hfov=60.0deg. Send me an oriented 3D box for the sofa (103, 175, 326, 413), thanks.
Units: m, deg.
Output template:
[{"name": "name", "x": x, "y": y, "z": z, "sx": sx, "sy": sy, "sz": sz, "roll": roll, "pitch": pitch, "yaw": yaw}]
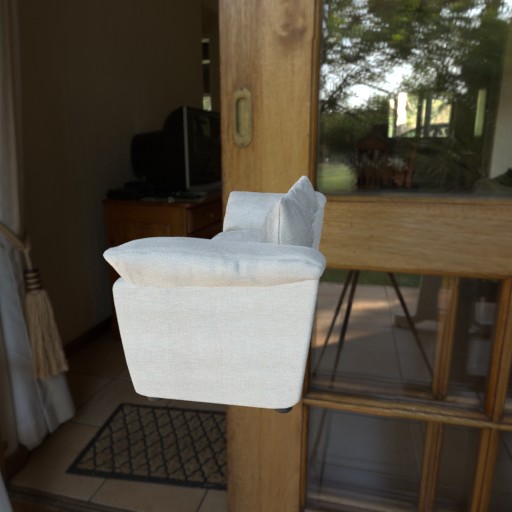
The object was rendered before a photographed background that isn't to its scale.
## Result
[{"name": "sofa", "x": 0.000, "y": 0.000, "z": 2.873, "sx": 0.893, "sy": 0.981, "sz": 2.377, "roll": 2, "pitch": 14, "yaw": 9}]
